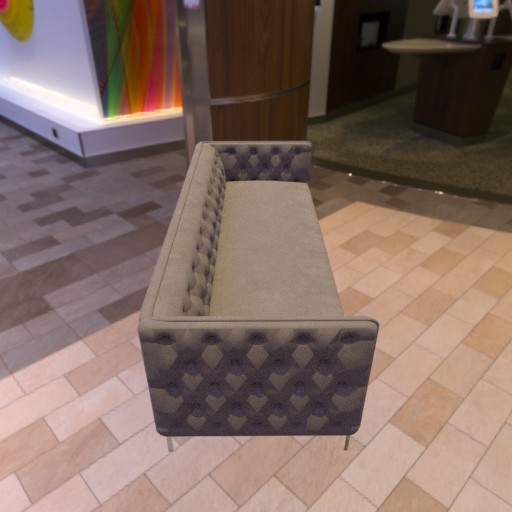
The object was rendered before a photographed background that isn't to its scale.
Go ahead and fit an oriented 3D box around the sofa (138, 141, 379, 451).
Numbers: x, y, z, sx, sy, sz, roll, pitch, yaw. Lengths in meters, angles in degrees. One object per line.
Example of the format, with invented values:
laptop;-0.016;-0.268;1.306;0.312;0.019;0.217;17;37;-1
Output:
sofa;0.000;0.000;2.698;0.895;0.771;2.209;0;32;0
